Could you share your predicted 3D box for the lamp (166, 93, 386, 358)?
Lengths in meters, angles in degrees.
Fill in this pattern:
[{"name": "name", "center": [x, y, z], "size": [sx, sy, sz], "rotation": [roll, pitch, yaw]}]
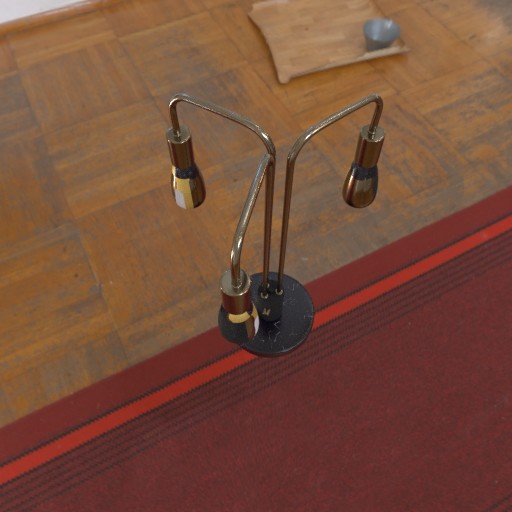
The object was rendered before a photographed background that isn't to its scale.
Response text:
[{"name": "lamp", "center": [0.000, 0.000, 0.797], "size": [0.355, 0.560, 0.368], "rotation": [15, 60, 9]}]
